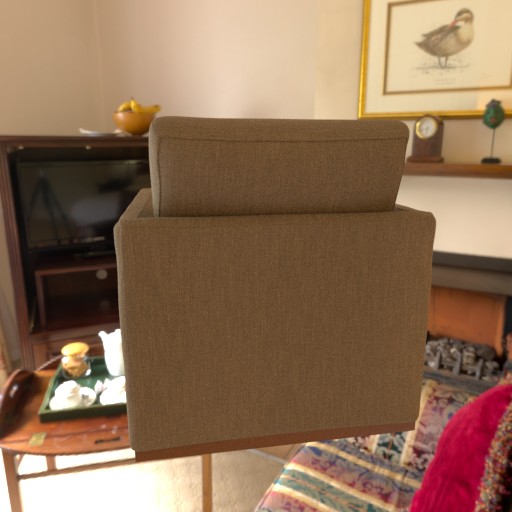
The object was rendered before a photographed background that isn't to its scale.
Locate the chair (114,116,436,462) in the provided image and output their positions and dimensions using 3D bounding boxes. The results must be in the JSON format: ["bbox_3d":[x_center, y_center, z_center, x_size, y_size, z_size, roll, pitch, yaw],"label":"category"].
[{"bbox_3d":[0.000,0.000,1.421,0.763,0.811,0.834,-2,14,-10],"label":"chair"}]
